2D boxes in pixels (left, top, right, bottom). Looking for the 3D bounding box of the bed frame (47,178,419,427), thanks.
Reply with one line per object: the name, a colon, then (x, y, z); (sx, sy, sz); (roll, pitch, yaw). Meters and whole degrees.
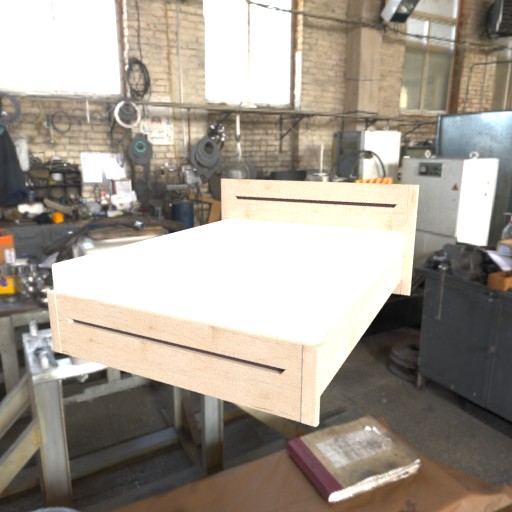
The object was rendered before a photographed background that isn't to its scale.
bed frame: (0.000, 0.000, 3.064); (1.800, 0.900, 2.080); (7, 15, 26)
